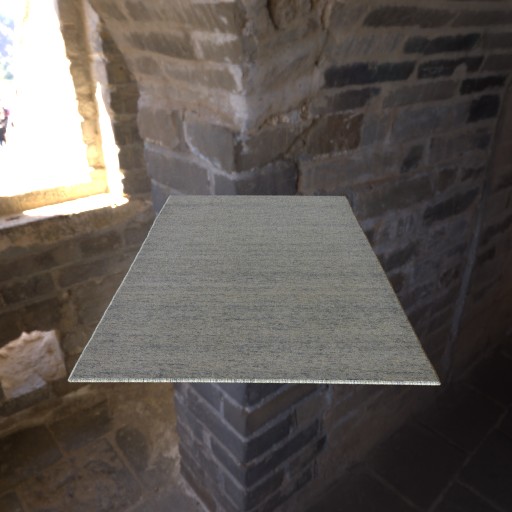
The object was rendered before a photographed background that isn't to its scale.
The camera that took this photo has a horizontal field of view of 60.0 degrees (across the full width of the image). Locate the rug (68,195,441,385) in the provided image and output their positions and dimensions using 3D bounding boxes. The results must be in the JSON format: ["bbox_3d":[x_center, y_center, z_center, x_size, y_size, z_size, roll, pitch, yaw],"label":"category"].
[{"bbox_3d":[0.000,0.000,2.797,1.523,0.017,2.263,0,27,1],"label":"rug"}]
